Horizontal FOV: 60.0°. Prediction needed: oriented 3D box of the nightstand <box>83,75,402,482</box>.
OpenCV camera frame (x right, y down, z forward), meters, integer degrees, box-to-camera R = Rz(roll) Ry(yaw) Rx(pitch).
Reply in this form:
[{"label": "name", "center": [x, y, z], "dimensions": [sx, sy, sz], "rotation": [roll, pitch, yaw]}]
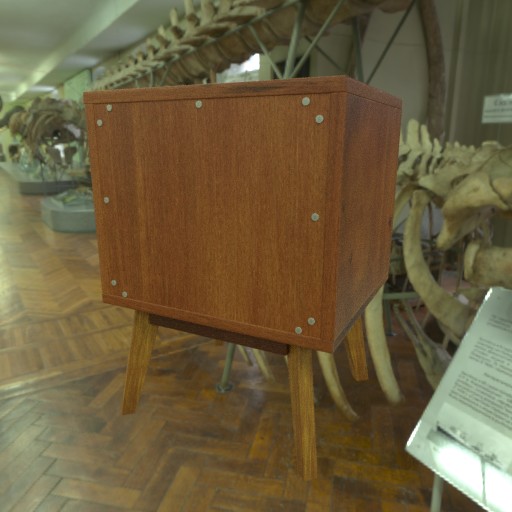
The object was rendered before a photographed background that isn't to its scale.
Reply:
[{"label": "nightstand", "center": [0.000, 0.000, 0.905], "dimensions": [0.460, 0.618, 0.411], "rotation": [8, 17, 26]}]
